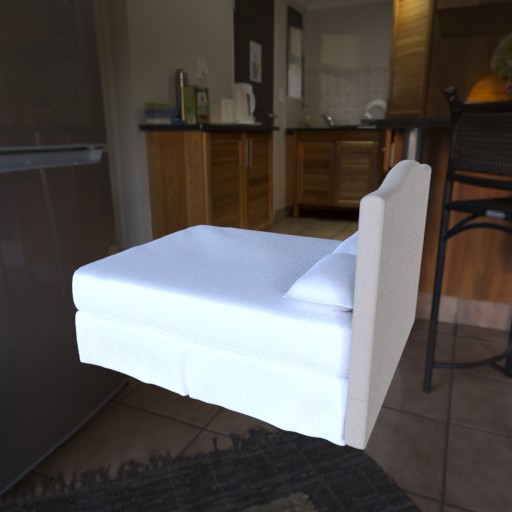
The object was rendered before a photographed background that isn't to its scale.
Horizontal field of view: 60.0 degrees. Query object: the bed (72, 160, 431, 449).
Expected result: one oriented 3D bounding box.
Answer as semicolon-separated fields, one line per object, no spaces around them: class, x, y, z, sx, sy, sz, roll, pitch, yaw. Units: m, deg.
bed;0.000;0.000;3.136;2.052;1.398;1.678;8;19;26
